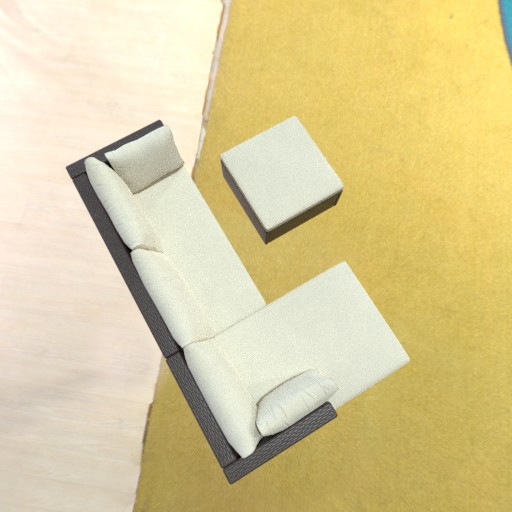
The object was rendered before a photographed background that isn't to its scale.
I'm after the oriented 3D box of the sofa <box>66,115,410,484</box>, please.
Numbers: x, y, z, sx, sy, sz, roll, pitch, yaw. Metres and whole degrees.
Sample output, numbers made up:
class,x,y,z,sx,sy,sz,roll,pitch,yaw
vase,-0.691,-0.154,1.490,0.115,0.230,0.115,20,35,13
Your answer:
class,x,y,z,sx,sy,sz,roll,pitch,yaw
sofa,0.000,0.000,2.986,1.612,0.766,2.192,-30,77,-8
